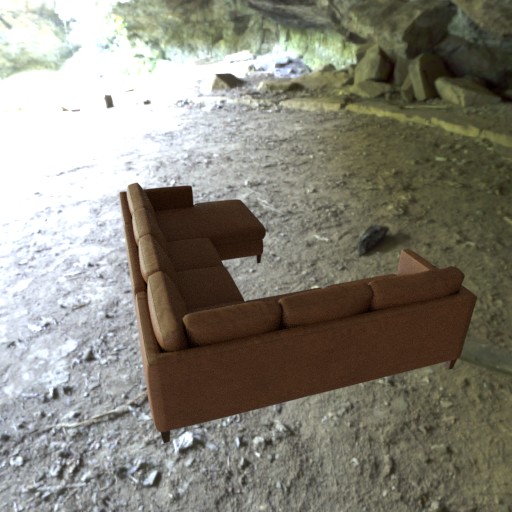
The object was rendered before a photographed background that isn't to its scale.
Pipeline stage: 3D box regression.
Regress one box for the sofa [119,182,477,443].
[{"bbox_3d":[0.000,0.000,4.680,2.593,0.923,3.460,-9,29,-16],"label":"sofa"}]
